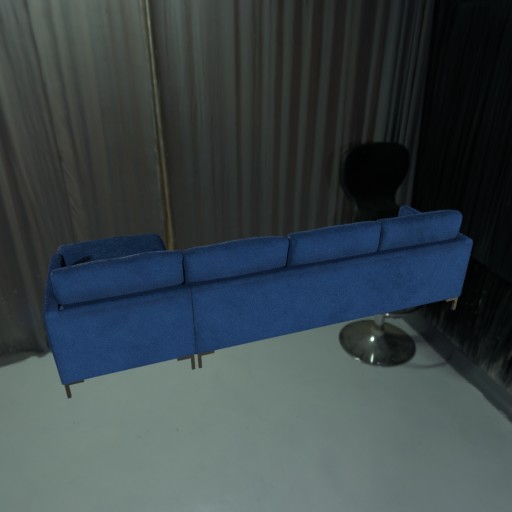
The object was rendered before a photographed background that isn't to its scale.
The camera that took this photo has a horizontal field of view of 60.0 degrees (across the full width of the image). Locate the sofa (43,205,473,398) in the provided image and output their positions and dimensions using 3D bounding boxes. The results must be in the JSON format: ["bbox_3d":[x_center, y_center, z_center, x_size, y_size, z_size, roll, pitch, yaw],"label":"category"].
[{"bbox_3d":[0.000,0.000,3.426,2.932,0.810,1.350,-9,28,-17],"label":"sofa"}]
